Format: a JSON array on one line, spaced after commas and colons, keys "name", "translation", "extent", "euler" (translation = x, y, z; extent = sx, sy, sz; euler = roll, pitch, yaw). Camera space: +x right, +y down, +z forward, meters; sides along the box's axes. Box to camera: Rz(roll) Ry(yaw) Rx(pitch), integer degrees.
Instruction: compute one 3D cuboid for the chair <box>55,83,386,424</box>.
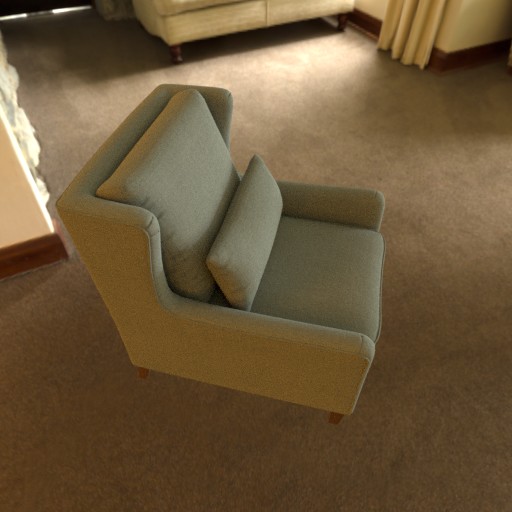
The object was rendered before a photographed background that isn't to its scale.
[{"name": "chair", "translation": [0.000, 0.000, 1.816], "extent": [1.040, 1.056, 0.866], "euler": [10, 47, 10]}]
